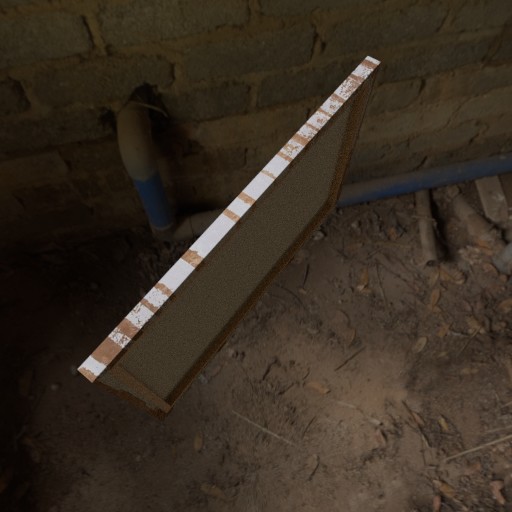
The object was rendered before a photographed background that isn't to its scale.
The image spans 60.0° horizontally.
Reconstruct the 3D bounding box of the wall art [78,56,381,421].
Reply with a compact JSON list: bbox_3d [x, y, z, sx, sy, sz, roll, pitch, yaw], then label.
[{"bbox_3d":[0.000,0.000,1.149,0.035,0.609,0.914,34,69,15],"label":"wall art"}]
